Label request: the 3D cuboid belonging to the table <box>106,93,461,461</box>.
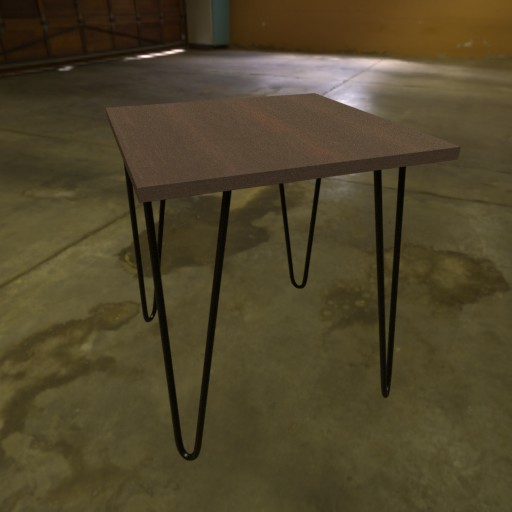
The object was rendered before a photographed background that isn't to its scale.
[{"bbox_3d":[0.000,0.000,0.954,0.495,0.559,0.495,-11,32,-18],"label":"table"}]
